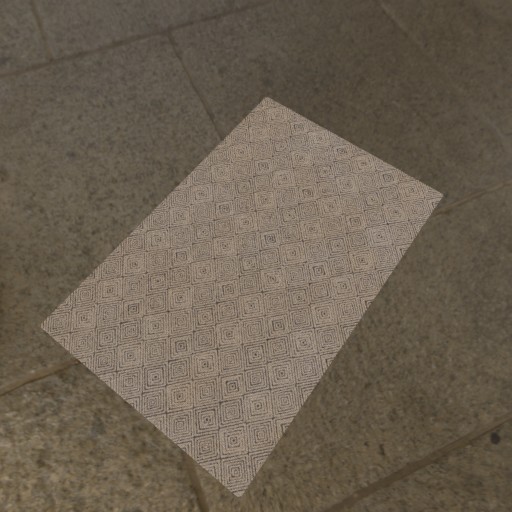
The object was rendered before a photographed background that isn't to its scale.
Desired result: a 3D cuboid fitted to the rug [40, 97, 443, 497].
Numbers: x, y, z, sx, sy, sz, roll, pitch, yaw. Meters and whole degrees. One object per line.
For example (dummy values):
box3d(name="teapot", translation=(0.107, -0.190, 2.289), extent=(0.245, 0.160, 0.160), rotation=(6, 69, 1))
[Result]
box3d(name="rug", translation=(0.000, 0.000, 2.216), extent=(1.175, 0.008, 1.783), rotation=(34, 69, 15))
